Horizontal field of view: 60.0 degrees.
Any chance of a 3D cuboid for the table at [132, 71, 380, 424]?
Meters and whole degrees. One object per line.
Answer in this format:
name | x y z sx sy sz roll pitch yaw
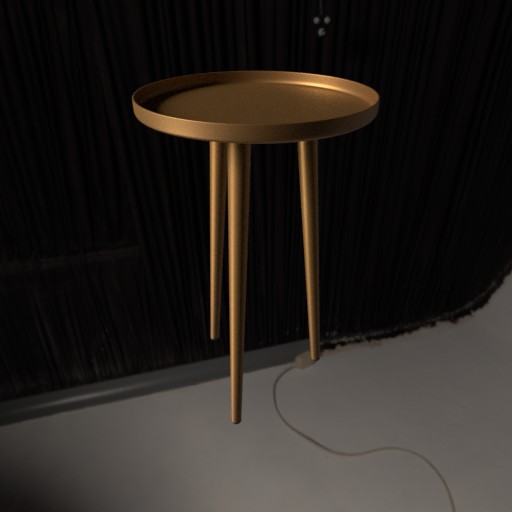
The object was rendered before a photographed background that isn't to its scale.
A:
table | 0.000 0.000 0.675 0.299 0.480 0.299 -9 33 -14
